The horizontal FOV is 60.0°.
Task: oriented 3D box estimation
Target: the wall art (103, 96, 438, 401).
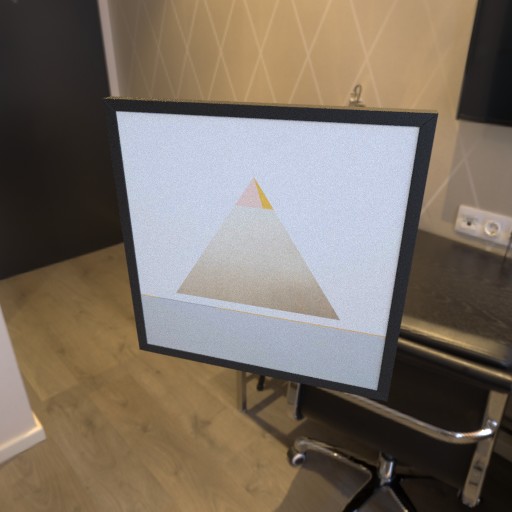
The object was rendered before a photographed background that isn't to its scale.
[{"bbox_3d":[0.000,0.000,1.168,0.769,0.766,0.042,8,28,15],"label":"wall art"}]
